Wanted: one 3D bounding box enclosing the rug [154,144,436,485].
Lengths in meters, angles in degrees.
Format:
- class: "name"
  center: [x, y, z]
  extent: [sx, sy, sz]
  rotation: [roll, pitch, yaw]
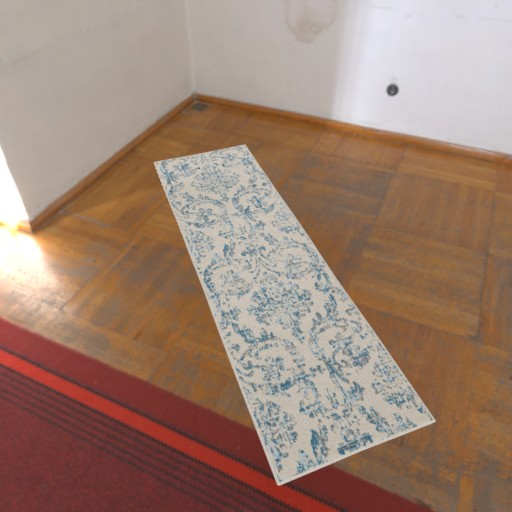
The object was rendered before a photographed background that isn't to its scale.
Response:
- class: "rug"
  center: [0.000, 0.000, 2.360]
  extent: [0.662, 0.011, 2.196]
  rotation: [-15, 46, -15]
